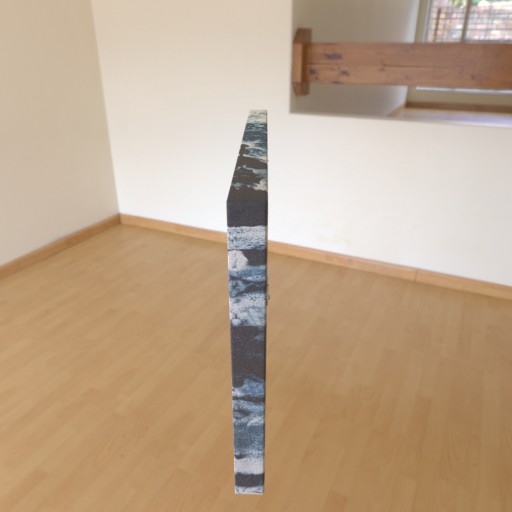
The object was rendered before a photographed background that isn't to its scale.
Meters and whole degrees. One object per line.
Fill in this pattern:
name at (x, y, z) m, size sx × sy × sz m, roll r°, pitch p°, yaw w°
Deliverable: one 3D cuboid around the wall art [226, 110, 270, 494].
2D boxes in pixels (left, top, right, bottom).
wall art at (0.000, 0.000, 0.770) m, size 0.043 × 0.407 × 0.609 m, roll 1°, pitch 26°, yaw 1°
